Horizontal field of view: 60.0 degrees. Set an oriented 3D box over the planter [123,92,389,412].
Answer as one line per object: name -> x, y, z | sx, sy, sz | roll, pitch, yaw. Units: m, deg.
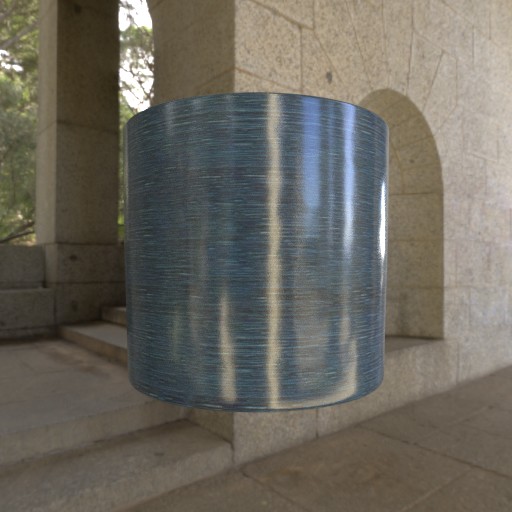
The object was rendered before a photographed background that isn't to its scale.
planter -> 0.000, 0.000, 0.384 | 0.221, 0.201, 0.221 | 0, -1, 0
